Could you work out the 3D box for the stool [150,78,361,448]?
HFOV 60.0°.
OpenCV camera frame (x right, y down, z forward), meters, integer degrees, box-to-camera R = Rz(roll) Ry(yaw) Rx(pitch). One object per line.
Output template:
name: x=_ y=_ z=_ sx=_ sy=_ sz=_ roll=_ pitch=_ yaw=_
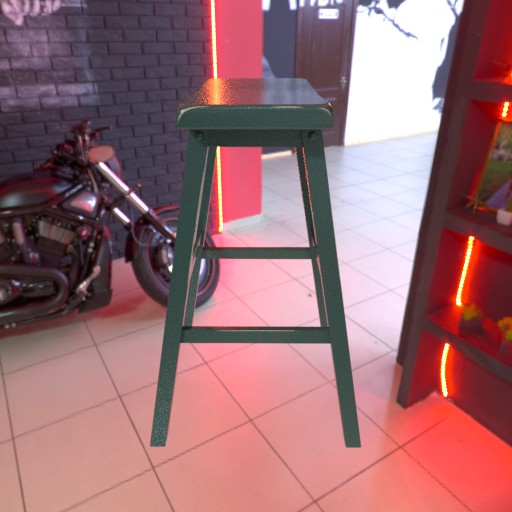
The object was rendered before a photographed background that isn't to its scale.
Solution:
stool: x=0.000 y=0.000 z=1.037 sx=0.476 sy=0.737 sz=0.457 roll=0 pitch=27 yaw=0
